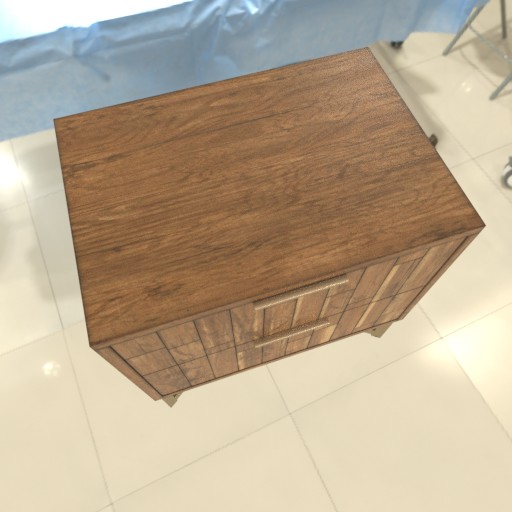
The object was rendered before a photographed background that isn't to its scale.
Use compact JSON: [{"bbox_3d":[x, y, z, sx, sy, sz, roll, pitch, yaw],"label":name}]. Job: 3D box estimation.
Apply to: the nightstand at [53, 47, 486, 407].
[{"bbox_3d":[0.000,0.000,1.002,0.610,0.610,0.446,-16,64,-8],"label":"nightstand"}]
